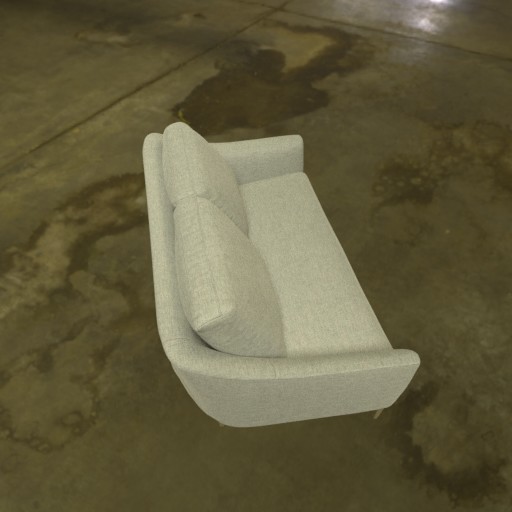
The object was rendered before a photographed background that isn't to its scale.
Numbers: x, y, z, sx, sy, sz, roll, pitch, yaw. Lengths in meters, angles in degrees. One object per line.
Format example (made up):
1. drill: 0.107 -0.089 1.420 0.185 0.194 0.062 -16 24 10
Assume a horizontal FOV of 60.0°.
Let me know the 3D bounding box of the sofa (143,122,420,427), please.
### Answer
1. sofa: 0.000 0.000 2.243 0.960 0.904 1.619 -9 48 -9
